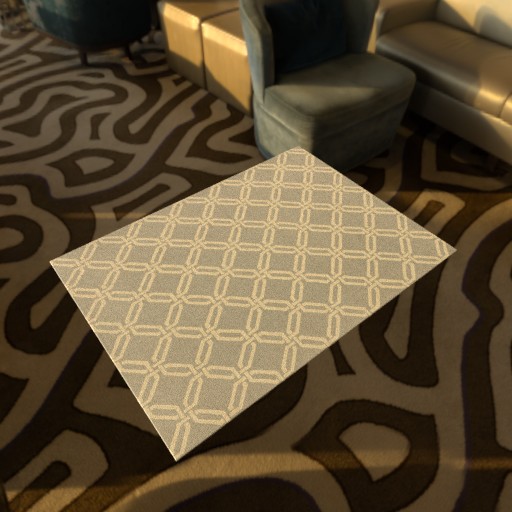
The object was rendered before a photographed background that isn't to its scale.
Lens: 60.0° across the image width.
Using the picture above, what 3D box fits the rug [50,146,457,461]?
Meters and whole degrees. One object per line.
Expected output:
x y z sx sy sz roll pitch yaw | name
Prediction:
0.000 0.000 4.507 3.353 0.013 2.438 -30 54 -25 | rug
